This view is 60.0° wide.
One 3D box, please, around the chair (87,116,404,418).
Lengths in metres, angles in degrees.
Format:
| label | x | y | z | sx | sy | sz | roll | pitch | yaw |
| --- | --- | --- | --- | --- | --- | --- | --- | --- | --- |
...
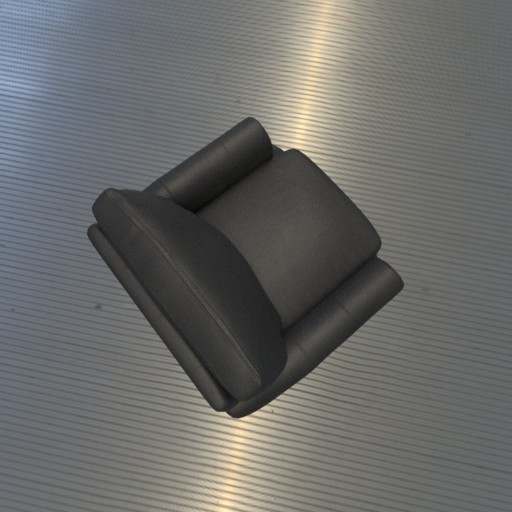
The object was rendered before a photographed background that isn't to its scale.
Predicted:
| label | x | y | z | sx | sy | sz | roll | pitch | yaw |
| --- | --- | --- | --- | --- | --- | --- | --- | --- | --- |
| chair | 0.000 | 0.000 | 1.856 | 1.027 | 0.960 | 1.015 | -33 | 78 | -8 |
